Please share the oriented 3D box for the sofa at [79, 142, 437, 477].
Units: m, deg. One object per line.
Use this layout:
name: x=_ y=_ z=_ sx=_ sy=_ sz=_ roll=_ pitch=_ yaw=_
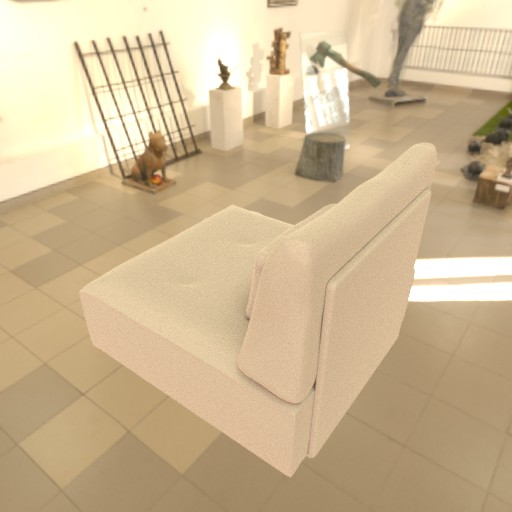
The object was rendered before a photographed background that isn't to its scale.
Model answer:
sofa: x=0.000 y=0.000 z=1.690 sx=1.000 sy=0.828 sz=0.935 roll=22 pitch=38 yaw=31
